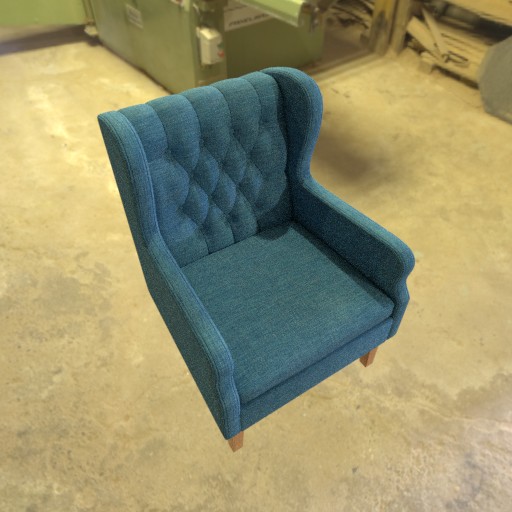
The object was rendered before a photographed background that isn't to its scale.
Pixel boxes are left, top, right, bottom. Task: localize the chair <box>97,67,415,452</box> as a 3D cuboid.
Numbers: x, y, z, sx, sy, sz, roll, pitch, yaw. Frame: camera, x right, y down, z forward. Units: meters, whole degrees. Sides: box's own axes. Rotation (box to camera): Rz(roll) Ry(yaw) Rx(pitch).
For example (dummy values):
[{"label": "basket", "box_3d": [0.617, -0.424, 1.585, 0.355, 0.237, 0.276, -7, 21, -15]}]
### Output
[{"label": "chair", "box_3d": [0.000, 0.000, 1.496, 0.711, 0.952, 0.775, -25, 50, -22]}]
